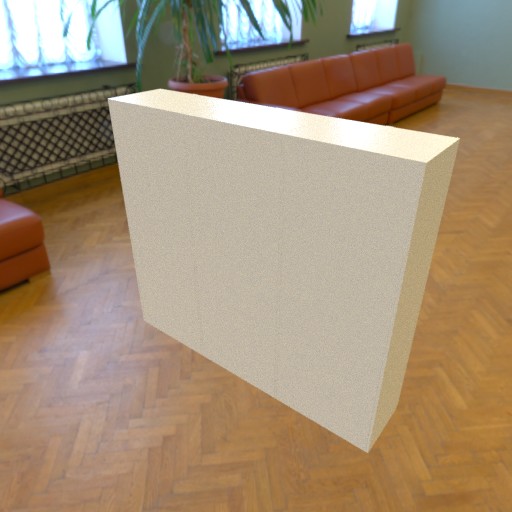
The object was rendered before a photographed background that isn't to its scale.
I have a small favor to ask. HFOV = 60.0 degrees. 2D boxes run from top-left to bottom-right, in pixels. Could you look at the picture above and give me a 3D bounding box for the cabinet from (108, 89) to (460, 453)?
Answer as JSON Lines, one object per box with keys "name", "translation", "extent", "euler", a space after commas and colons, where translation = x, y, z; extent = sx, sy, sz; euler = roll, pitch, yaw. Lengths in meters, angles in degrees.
{"name": "cabinet", "translation": [0.000, 0.000, 3.815], "extent": [2.700, 2.370, 0.590], "euler": [22, 37, 32]}
